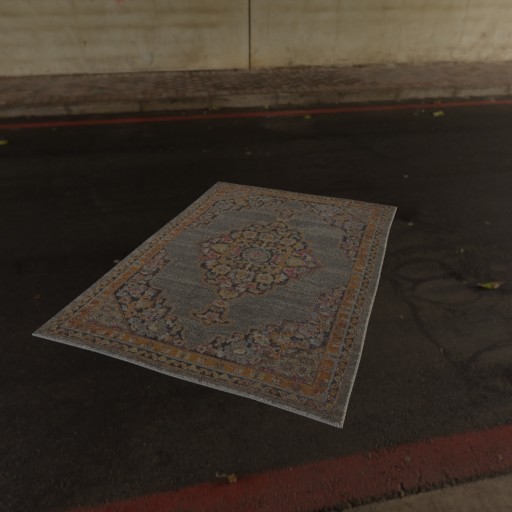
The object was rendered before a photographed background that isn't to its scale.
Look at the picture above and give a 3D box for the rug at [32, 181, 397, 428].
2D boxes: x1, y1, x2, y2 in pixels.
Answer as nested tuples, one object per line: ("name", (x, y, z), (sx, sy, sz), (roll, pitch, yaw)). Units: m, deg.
("rug", (0.000, 0.000, 3.741), (2.043, 0.026, 2.901), (11, 32, 18))
